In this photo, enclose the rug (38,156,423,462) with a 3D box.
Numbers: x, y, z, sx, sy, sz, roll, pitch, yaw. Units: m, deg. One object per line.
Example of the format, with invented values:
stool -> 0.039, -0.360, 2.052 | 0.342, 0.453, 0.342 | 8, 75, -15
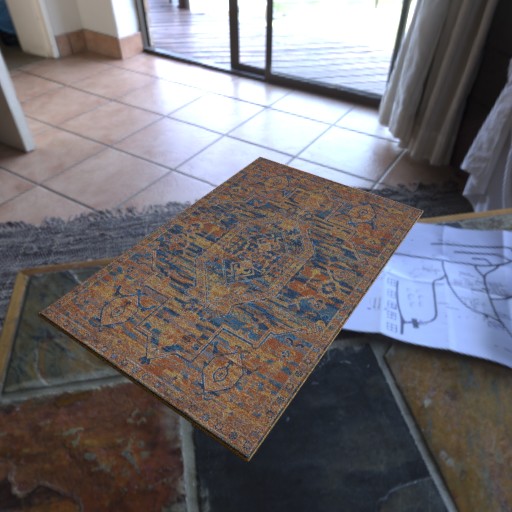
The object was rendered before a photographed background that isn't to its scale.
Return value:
rug -> 0.000, 0.000, 2.267 | 1.148, 0.013, 1.758 | 24, 46, 25
